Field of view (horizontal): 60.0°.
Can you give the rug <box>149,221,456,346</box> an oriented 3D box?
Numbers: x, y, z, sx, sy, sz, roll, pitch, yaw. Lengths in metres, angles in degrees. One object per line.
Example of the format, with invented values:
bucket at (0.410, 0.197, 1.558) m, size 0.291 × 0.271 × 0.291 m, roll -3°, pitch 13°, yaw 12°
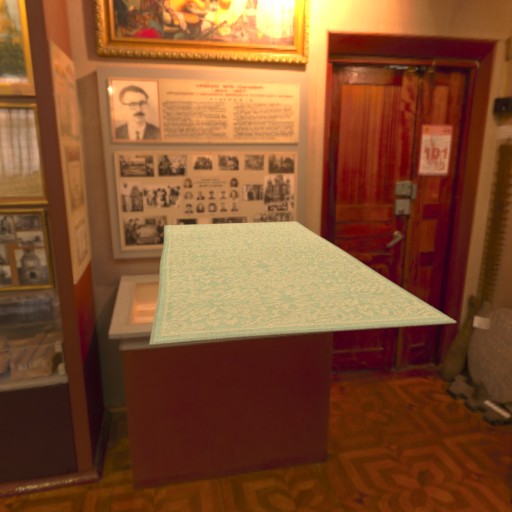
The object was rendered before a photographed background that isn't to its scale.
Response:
rug at (0.000, 0.000, 1.422) m, size 0.604 × 0.007 × 1.219 m, roll -2°, pitch 14°, yaw -10°
